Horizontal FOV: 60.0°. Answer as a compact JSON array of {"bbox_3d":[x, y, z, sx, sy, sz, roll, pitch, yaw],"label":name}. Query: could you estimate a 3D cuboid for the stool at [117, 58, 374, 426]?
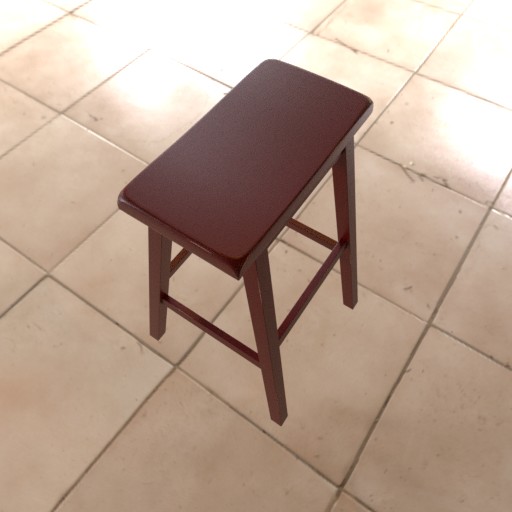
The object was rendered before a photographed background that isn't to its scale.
[{"bbox_3d":[0.000,0.000,1.073,0.476,0.737,0.457,30,63,17],"label":"stool"}]
